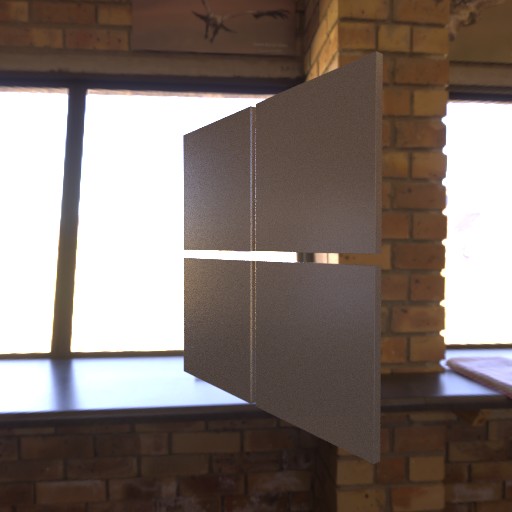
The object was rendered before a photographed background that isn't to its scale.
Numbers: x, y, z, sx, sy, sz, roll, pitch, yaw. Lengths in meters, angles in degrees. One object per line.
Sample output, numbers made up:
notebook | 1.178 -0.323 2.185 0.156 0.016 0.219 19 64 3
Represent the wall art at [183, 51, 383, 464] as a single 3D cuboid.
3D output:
wall art | 0.000 0.000 1.658 0.029 1.118 1.118 -1 2 -37
